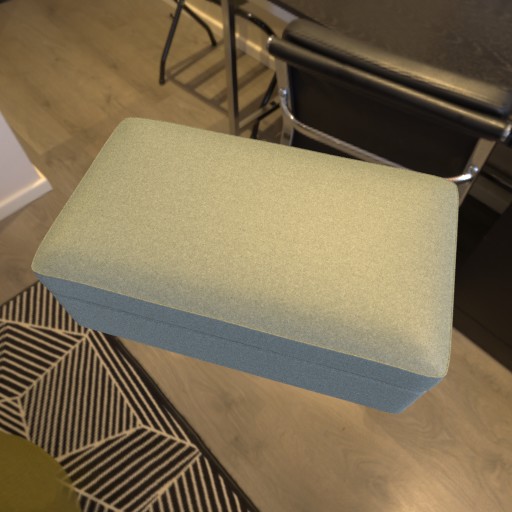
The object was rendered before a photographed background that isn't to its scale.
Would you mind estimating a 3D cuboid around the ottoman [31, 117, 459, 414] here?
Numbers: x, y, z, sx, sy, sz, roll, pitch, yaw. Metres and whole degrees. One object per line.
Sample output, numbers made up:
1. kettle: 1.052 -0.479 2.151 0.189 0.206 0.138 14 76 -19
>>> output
1. ottoman: 0.000 0.000 1.499 1.173 0.494 0.681 14 59 8
